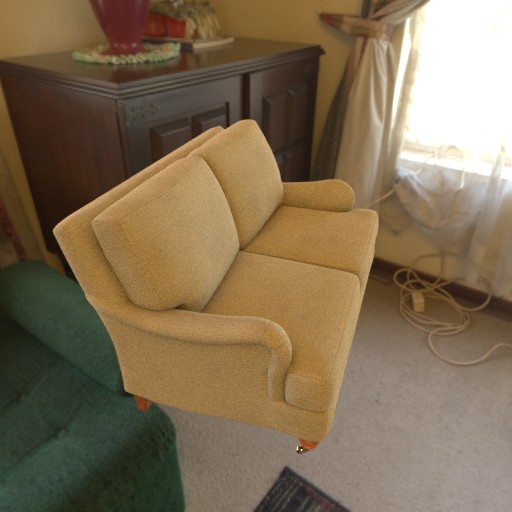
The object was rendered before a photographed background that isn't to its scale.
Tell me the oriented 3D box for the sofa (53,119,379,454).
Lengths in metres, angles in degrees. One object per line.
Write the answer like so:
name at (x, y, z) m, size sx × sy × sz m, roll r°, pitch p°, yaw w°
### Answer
sofa at (0.000, 0.000, 2.223) m, size 1.087 × 0.999 × 1.480 m, roll 11°, pitch 33°, yaw 17°
